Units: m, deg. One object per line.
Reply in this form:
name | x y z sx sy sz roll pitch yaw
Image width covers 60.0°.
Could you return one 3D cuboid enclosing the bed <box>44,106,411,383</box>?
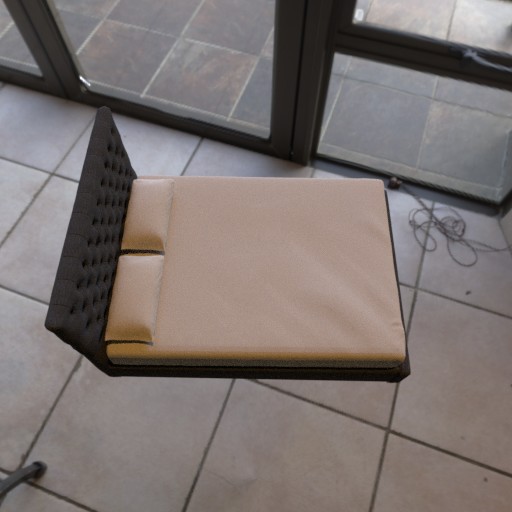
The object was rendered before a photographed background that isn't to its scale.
bed | 0.000 0.000 3.465 2.387 1.427 1.698 1 63 1
